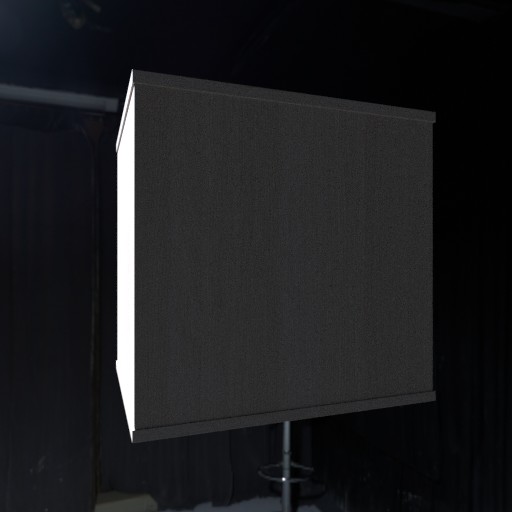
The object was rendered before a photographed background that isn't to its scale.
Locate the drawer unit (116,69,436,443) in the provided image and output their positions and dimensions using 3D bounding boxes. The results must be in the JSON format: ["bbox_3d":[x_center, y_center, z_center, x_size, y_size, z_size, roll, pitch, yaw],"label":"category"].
[{"bbox_3d":[0.000,0.000,0.603,0.349,0.344,0.290,0,0,-20],"label":"drawer unit"}]
